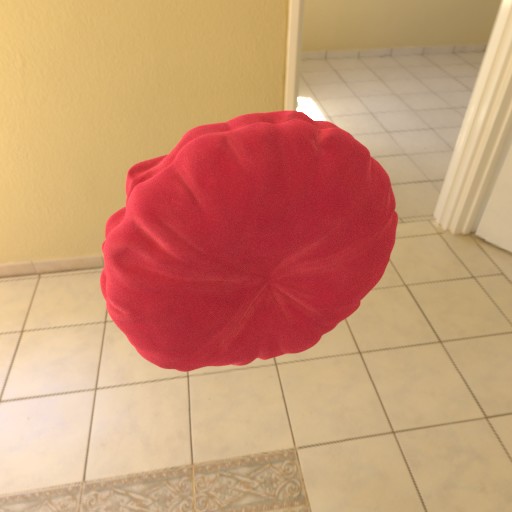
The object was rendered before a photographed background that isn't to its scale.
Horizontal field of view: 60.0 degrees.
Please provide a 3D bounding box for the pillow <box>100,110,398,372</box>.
[{"bbox_3d":[0.000,0.000,0.624,0.428,0.407,0.148,-12,42,-14],"label":"pillow"}]
